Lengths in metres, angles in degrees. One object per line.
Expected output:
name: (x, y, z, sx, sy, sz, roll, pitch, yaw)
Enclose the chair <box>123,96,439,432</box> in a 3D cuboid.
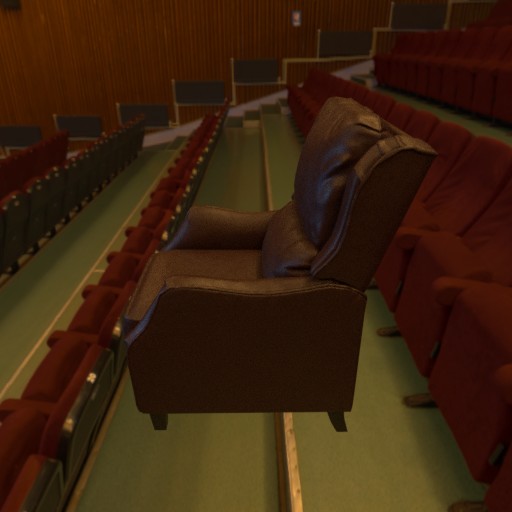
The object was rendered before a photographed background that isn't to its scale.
chair: (0.000, 0.000, 1.732, 0.982, 1.132, 0.770, 0, 26, -1)
